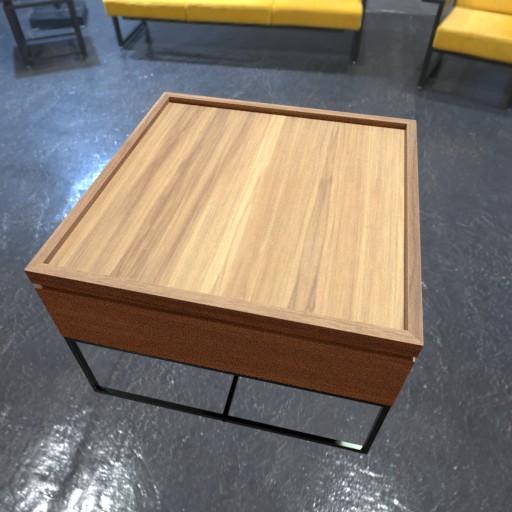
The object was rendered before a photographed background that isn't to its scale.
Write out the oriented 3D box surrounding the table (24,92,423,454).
[{"bbox_3d":[0.000,0.000,1.116,0.676,0.464,0.679,10,47,9],"label":"table"}]
